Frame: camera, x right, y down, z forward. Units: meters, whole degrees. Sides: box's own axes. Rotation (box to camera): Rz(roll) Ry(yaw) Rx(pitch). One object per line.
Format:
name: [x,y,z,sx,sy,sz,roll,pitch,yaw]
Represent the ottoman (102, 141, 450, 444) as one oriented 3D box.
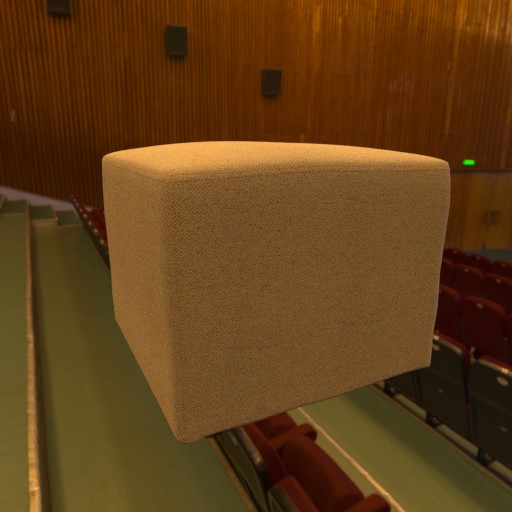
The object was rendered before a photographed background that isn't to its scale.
ottoman: [0.000,0.000,0.909,0.512,0.453,0.521,-8,17,-26]
